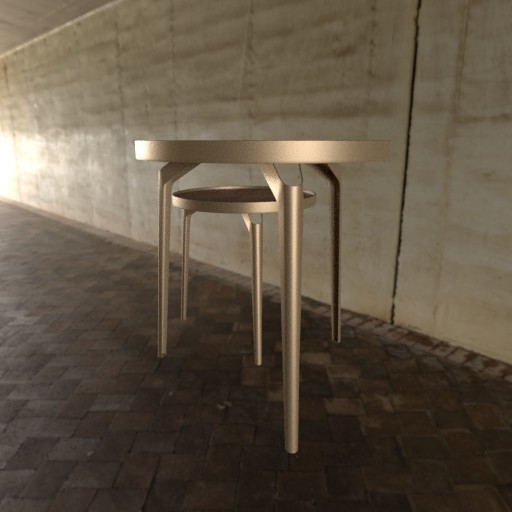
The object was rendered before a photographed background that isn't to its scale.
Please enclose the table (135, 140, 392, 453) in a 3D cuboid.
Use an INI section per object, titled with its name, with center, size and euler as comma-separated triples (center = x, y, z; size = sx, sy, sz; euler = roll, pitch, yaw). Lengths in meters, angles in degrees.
[table]
center = 0.000, 0.000, 1.100
size = 0.532, 0.555, 0.751
euler = -3, 15, -10
